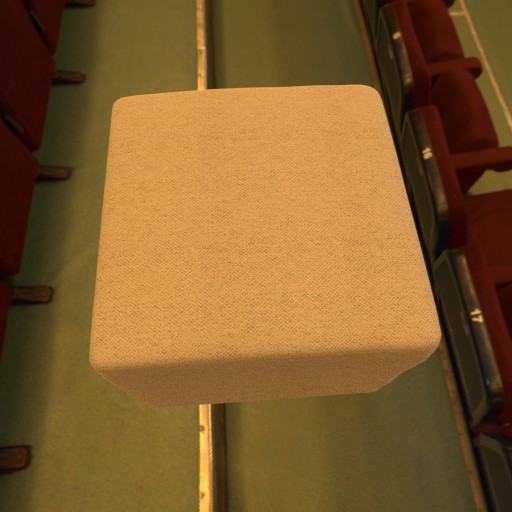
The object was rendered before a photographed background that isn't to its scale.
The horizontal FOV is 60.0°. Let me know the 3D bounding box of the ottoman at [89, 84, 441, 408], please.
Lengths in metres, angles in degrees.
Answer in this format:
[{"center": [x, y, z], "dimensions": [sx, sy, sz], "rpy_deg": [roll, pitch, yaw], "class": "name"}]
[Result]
[{"center": [0.000, 0.000, 0.898], "dimensions": [0.512, 0.453, 0.521], "rpy_deg": [-4, 64, -2], "class": "ottoman"}]
